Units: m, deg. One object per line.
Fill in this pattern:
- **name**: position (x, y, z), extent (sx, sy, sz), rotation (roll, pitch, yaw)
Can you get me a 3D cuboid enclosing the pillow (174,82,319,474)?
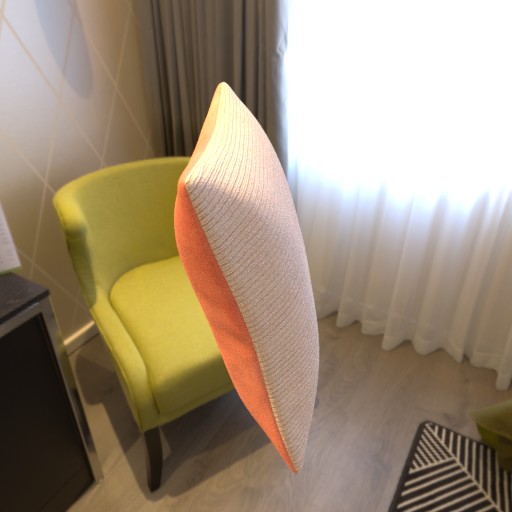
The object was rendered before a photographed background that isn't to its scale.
- **pillow**: position (0.000, 0.000, 0.641), extent (0.177, 0.401, 0.424), rotation (0, 32, 0)
